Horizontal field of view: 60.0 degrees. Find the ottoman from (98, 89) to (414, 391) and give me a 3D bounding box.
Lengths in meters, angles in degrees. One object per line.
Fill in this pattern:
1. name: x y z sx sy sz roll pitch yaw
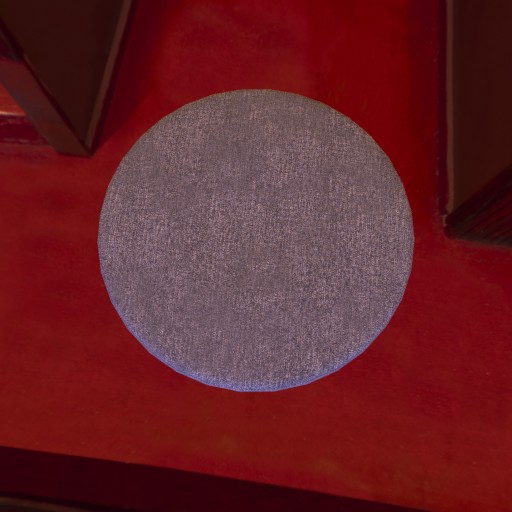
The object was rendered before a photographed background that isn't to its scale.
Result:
1. ottoman: 0.000 0.000 0.876 0.500 0.419 0.500 0 75 0
